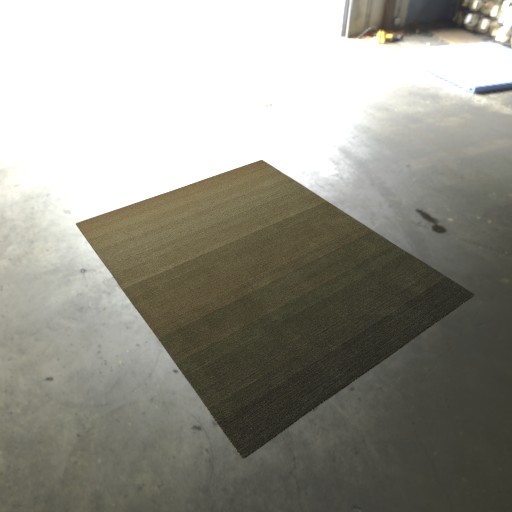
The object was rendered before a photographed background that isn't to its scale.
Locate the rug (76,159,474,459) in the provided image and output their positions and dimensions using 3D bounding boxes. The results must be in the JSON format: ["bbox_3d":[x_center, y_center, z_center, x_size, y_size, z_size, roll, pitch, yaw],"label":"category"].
[{"bbox_3d":[0.000,0.000,4.019,2.315,0.015,2.932,-25,46,-27],"label":"rug"}]
